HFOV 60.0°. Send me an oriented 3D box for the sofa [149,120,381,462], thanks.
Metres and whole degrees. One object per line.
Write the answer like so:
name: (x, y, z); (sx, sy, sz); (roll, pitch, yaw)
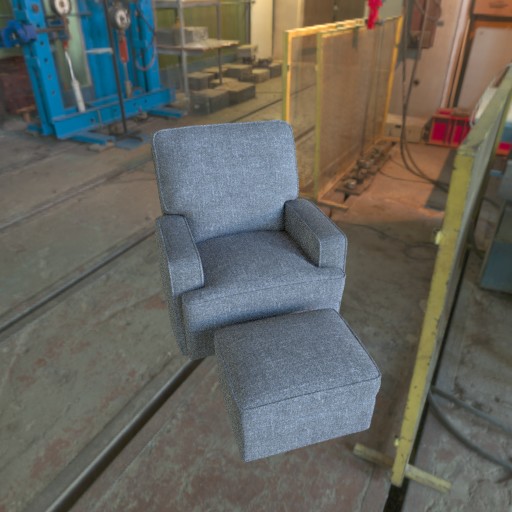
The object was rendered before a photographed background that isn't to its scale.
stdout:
sofa: (0.000, 0.000, 2.076); (0.861, 0.959, 1.472); (-9, 33, -14)
